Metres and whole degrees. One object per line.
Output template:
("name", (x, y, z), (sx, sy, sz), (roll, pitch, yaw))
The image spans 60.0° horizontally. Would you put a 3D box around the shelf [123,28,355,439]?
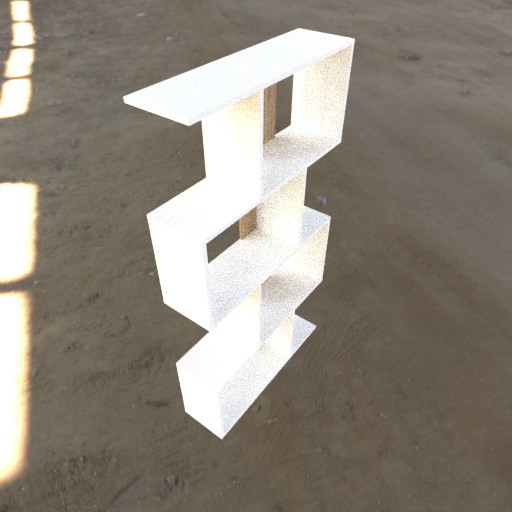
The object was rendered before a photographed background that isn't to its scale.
("shelf", (0.000, 0.000, 1.975), (0.250, 1.650, 0.890), (26, 47, 27))
